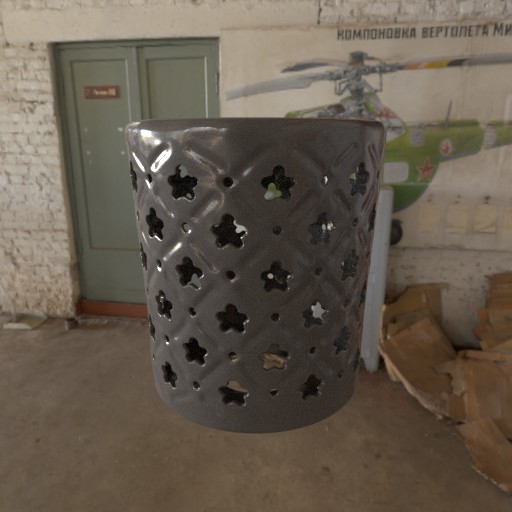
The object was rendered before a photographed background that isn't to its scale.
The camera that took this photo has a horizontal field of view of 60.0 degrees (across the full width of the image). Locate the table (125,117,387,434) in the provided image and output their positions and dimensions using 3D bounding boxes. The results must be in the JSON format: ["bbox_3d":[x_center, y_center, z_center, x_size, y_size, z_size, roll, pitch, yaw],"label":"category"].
[{"bbox_3d":[0.000,0.000,0.661,0.352,0.387,0.352,0,15,0],"label":"table"}]
